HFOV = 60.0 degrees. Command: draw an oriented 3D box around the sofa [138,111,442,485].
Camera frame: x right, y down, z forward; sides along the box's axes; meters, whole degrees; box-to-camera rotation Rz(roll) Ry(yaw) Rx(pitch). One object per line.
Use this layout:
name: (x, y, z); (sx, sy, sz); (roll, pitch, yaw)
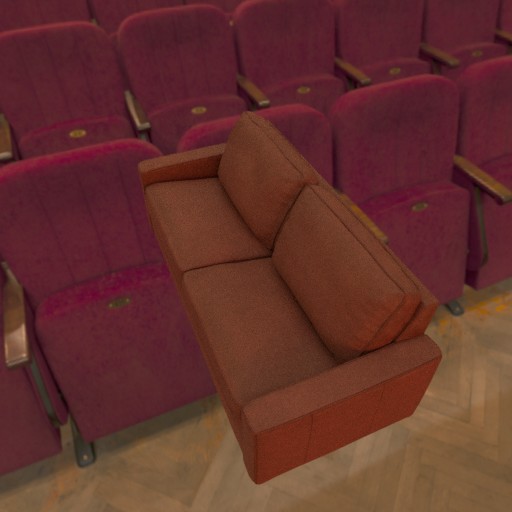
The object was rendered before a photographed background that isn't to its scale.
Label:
sofa: (0.000, 0.000, 2.551); (0.940, 0.919, 2.080); (-17, 46, -16)
